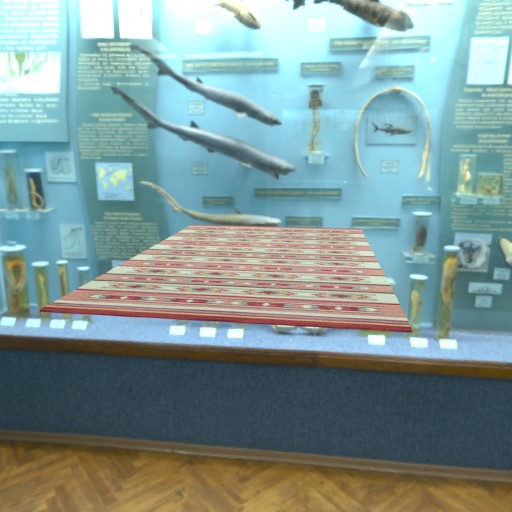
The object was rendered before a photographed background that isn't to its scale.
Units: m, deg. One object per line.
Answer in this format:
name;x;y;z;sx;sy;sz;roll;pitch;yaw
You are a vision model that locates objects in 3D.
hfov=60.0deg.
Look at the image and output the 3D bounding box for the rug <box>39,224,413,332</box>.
rug;0.000;0.000;2.288;1.223;0.008;1.817;2;13;8
